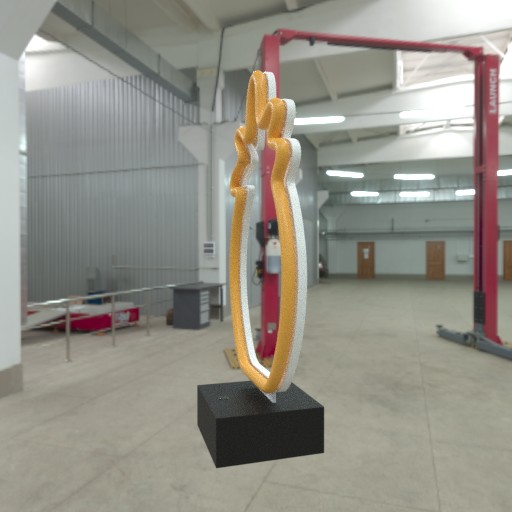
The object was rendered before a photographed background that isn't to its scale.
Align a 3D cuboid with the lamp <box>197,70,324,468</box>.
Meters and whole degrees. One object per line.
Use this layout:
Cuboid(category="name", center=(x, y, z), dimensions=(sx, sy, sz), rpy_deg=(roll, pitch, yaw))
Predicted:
Cuboid(category="lamp", center=(0.000, 0.000, 0.385), dimensions=(0.088, 0.317, 0.167), rpy_deg=(0, 0, -17))
